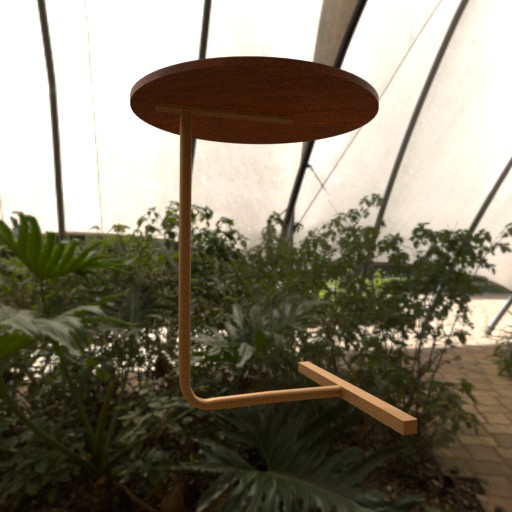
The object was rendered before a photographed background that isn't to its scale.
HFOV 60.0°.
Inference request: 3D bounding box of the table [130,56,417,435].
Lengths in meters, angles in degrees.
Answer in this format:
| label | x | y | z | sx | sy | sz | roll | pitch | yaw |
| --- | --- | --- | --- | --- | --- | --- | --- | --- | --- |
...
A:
| label | x | y | z | sx | sy | sz | roll | pitch | yaw |
| --- | --- | --- | --- | --- | --- | --- | --- | --- | --- |
| table | 0.000 | 0.000 | 1.052 | 0.577 | 0.706 | 0.530 | 0 | 0 | -18 |
